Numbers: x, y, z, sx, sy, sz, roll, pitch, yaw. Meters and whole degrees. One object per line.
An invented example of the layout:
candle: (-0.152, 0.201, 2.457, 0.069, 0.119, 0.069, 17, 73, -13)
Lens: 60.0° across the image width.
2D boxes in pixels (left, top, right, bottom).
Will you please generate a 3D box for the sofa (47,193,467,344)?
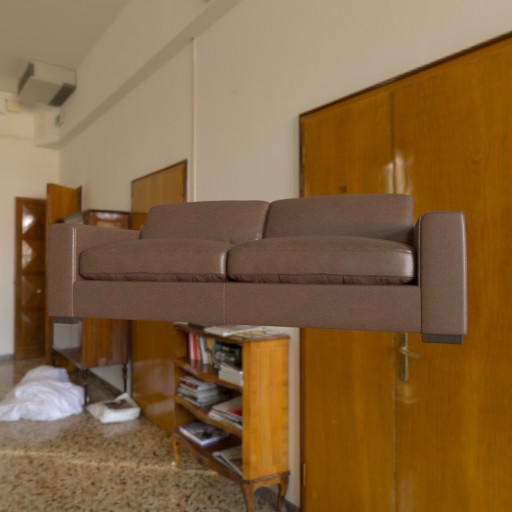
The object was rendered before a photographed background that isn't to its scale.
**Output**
sofa: (0.000, 0.000, 2.748, 2.262, 0.801, 1.070, 0, -1, 18)
